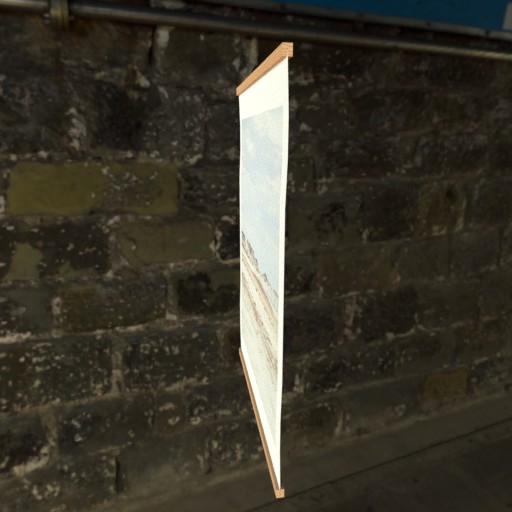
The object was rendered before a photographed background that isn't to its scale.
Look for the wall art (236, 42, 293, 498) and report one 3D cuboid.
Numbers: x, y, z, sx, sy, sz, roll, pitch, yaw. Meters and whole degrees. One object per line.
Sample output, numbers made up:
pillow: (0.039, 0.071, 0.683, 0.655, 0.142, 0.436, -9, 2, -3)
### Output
wall art: (0.000, 0.000, 0.785, 0.011, 0.605, 0.458, -2, 15, -9)
